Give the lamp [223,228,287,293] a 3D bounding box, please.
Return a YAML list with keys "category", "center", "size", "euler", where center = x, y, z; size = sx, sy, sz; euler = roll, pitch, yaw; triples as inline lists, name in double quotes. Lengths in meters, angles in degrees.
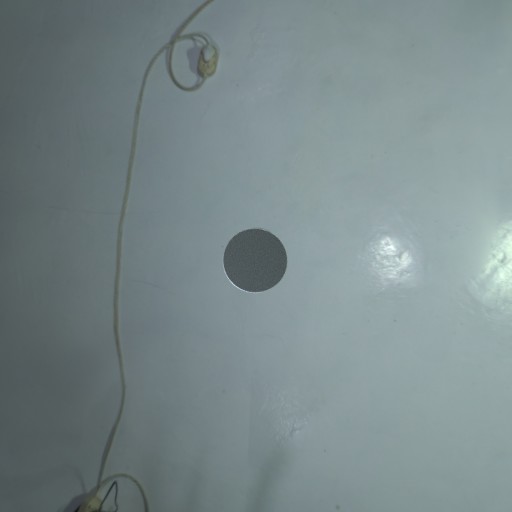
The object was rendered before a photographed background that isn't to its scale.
- category: "lamp"
  center: [0.000, 0.000, 2.105]
  size: [0.355, 1.919, 0.355]
  euler: [0, 91, 0]
